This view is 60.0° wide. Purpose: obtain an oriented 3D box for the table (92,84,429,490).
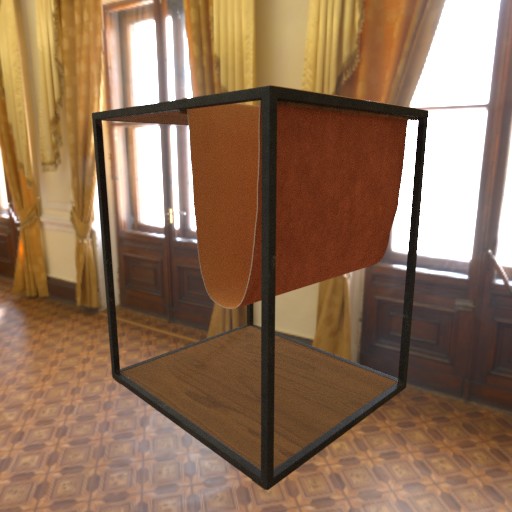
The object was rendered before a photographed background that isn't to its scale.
[{"bbox_3d":[0.000,0.000,0.847,0.399,0.536,0.450,-12,18,-43],"label":"table"}]
